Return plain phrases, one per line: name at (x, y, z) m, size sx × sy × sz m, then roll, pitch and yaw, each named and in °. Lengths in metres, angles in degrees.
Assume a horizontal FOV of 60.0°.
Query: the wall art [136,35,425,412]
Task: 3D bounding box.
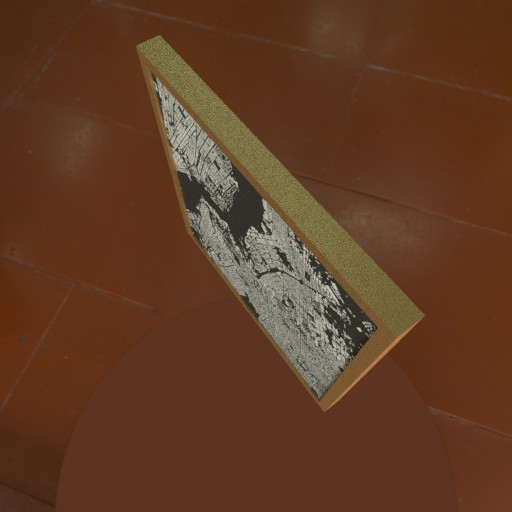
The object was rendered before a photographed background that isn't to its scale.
wall art at (0.000, 0.000, 1.886) m, size 0.095 × 1.284 × 1.284 m, roll -33°, pitch 68°, yaw -15°
